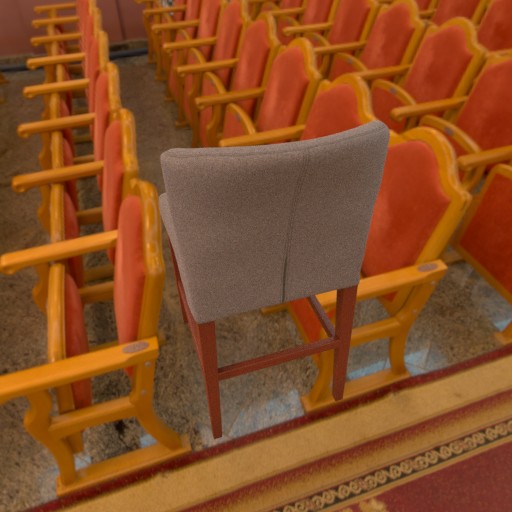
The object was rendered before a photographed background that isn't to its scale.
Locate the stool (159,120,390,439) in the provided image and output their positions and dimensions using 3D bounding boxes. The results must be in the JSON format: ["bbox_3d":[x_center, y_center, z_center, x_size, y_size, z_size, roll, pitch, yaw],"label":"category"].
[{"bbox_3d":[0.000,0.000,1.290,0.481,0.968,0.568,-12,43,-14],"label":"stool"}]
